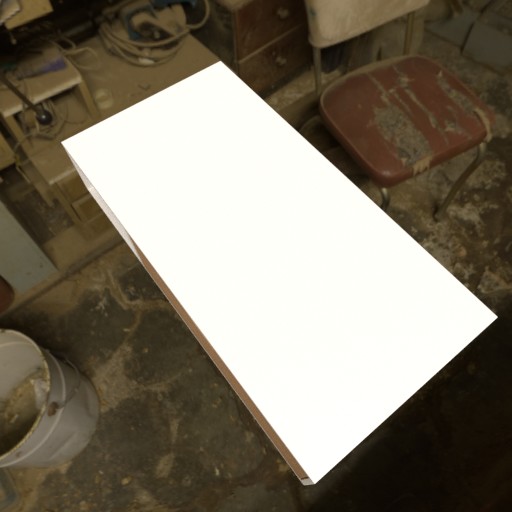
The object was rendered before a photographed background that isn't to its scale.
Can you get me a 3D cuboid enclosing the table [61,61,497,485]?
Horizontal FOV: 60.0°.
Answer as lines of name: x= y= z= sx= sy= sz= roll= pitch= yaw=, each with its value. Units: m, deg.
table: x=0.000 y=0.000 z=1.434 sx=0.609 sy=0.432 sz=1.194 roll=-34 pitch=67 yaw=-17
